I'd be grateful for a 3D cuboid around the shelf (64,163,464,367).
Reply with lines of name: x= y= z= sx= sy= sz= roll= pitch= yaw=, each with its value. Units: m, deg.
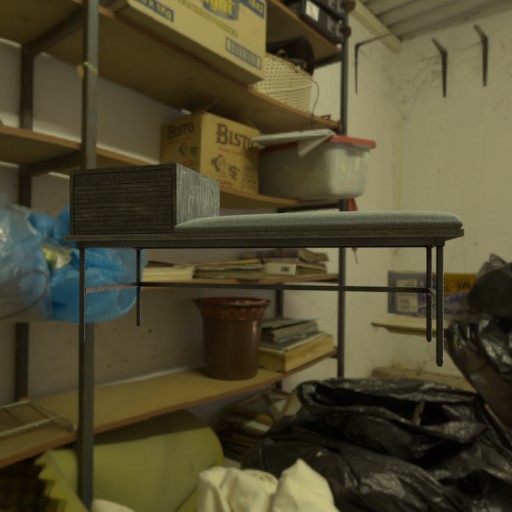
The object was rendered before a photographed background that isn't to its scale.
shelf: x=0.000 y=0.000 z=1.633 sx=1.342 sy=0.633 sz=0.457 roll=0 pitch=0 yaw=17
